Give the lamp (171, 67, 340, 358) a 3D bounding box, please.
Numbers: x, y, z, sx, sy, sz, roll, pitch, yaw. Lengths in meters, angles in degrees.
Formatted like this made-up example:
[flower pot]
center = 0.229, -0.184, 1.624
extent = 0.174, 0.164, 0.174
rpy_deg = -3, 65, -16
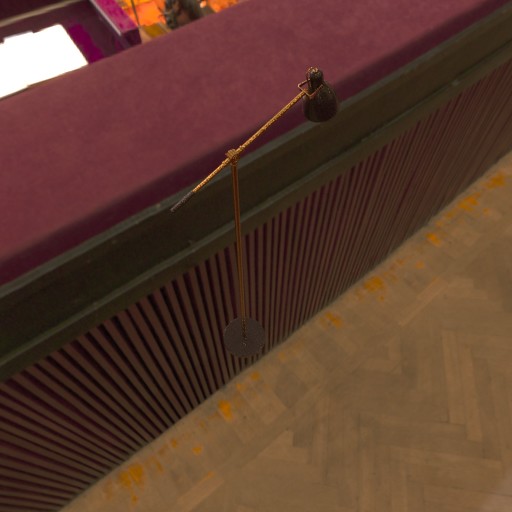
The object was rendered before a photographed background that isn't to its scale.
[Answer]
[lamp]
center = 0.000, 0.000, 1.867
extent = 0.618, 1.628, 0.235
rpy_deg = -32, 63, -18
